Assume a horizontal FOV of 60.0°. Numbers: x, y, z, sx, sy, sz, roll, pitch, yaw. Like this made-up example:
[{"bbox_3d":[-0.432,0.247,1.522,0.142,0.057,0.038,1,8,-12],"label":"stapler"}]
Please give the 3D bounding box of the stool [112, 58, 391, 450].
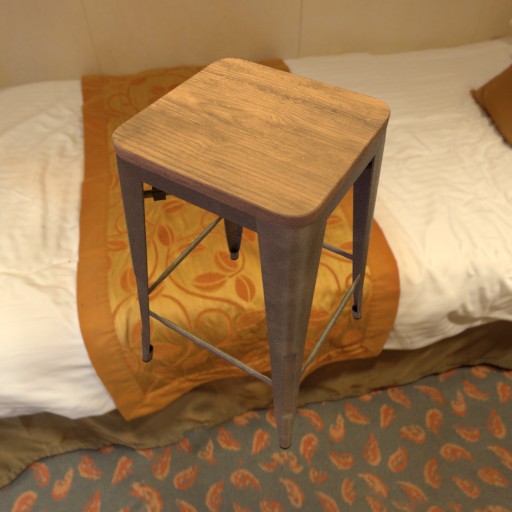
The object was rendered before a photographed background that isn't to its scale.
[{"bbox_3d":[0.000,0.000,0.884,0.407,0.607,0.407,25,53,20],"label":"stool"}]
